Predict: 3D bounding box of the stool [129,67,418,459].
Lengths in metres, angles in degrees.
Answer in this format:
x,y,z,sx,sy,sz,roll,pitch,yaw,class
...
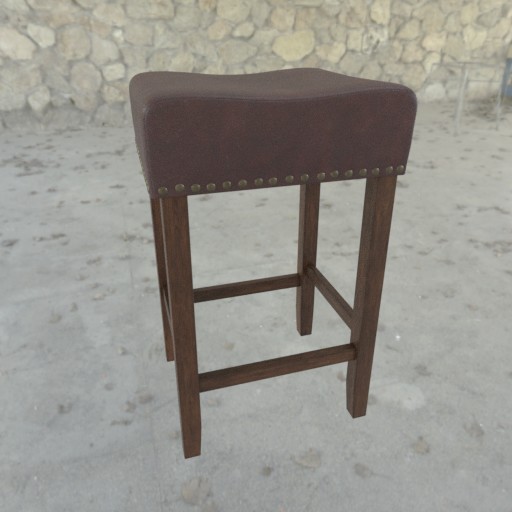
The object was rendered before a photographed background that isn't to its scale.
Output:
x,y,z,sx,sy,sz,roll,pitch,yaw,class
0.000,0.000,1.020,0.465,0.769,0.401,-8,28,-15,stool
